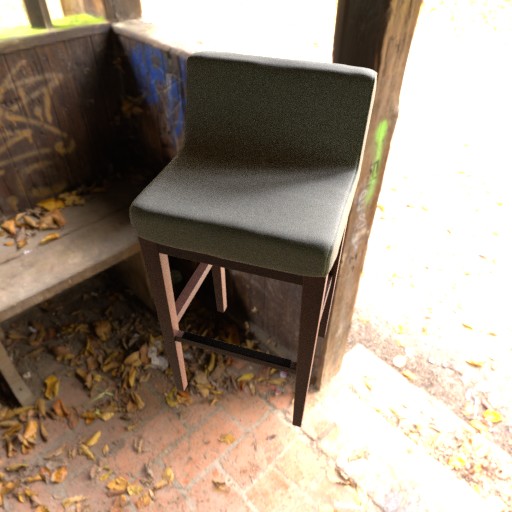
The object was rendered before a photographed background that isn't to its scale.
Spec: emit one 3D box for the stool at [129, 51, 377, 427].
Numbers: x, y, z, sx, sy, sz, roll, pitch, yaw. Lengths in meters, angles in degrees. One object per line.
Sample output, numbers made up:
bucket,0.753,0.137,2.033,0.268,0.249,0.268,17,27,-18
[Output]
stool,0.000,0.000,1.355,0.511,1.037,0.500,12,43,13
